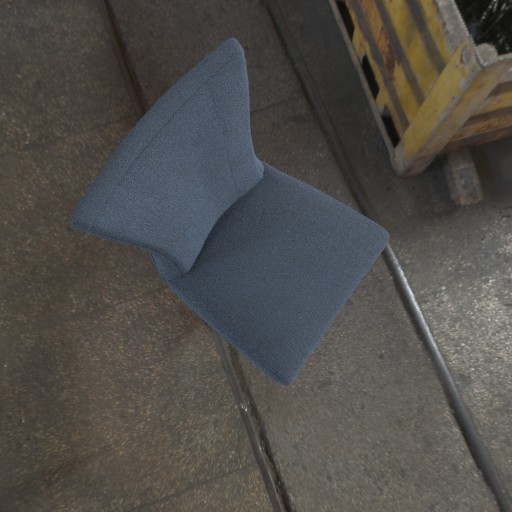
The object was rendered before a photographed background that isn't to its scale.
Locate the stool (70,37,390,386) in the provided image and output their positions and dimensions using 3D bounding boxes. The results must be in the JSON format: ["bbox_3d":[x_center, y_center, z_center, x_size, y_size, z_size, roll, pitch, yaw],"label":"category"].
[{"bbox_3d":[0.000,0.000,1.308,0.574,1.000,0.514,35,79,8],"label":"stool"}]
